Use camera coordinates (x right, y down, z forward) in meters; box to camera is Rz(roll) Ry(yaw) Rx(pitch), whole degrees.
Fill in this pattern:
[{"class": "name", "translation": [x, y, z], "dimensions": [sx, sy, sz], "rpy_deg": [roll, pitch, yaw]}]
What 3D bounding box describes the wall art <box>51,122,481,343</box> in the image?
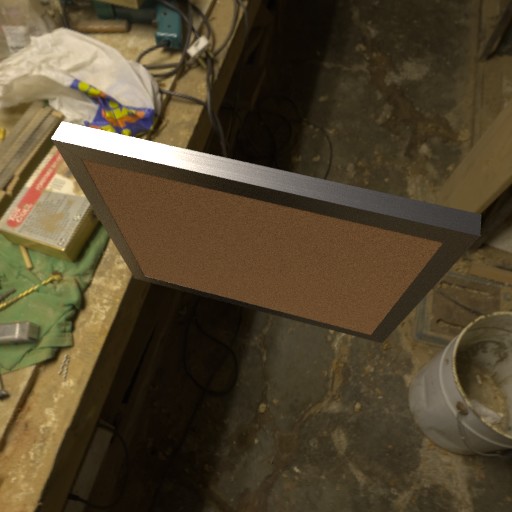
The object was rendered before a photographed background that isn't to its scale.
[{"class": "wall art", "translation": [0.000, 0.000, 0.766], "dimensions": [0.557, 0.456, 0.032], "rpy_deg": [14, 64, 7]}]
